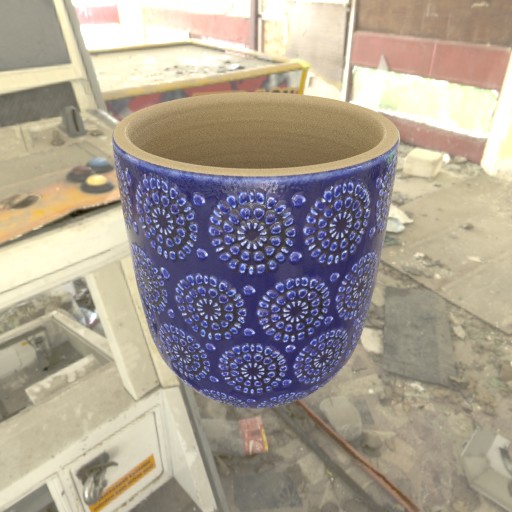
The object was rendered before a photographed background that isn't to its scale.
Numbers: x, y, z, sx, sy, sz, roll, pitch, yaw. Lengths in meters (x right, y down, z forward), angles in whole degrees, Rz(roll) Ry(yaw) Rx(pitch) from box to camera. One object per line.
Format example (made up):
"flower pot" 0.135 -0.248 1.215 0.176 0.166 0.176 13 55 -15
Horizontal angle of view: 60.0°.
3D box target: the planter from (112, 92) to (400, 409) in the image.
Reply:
"planter" 0.000 0.000 0.343 0.184 0.206 0.184 0 32 0
